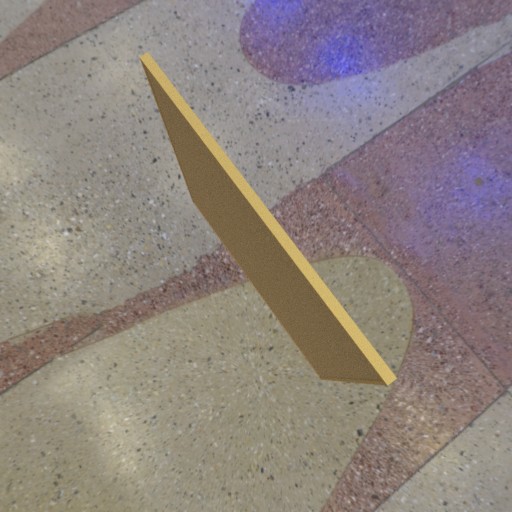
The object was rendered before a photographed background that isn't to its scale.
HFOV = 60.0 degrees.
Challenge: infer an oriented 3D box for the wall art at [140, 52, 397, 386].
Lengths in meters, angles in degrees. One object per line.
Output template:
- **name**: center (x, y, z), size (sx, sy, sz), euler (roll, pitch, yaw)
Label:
- **wall art**: center (0.000, 0.000, 0.696), size (0.013, 0.455, 0.457), euler (-34, 78, -9)
